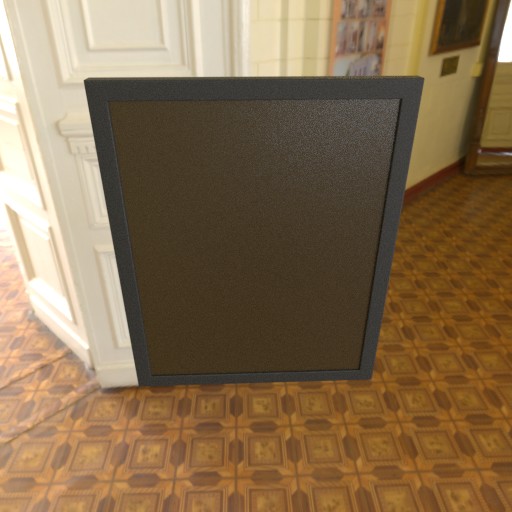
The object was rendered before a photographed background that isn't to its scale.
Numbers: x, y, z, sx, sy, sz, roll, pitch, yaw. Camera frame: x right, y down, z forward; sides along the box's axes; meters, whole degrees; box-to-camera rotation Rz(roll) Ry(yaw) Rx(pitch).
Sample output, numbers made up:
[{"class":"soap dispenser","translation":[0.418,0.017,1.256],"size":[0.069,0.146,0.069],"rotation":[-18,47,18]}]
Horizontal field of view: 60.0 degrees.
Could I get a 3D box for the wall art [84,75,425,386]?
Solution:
[{"class":"wall art","translation":[0.000,0.000,0.741],"size":[0.457,0.558,0.028],"rotation":[-1,30,-2]}]
